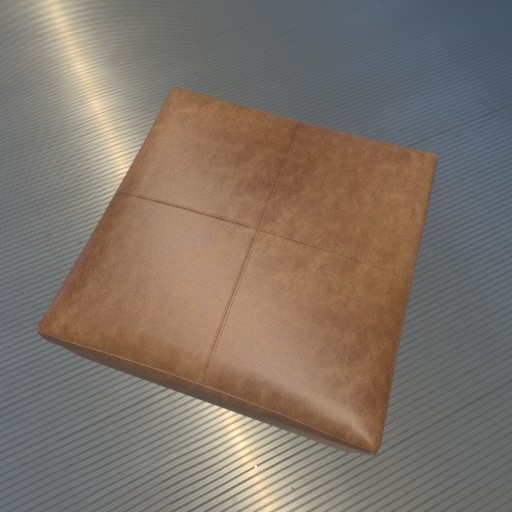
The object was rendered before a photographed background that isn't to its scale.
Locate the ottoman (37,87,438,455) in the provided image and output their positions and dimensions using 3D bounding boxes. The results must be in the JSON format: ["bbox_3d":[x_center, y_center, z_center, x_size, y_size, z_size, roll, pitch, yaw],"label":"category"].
[{"bbox_3d":[0.000,0.000,1.777,1.169,0.483,1.168,17,66,8],"label":"ottoman"}]
